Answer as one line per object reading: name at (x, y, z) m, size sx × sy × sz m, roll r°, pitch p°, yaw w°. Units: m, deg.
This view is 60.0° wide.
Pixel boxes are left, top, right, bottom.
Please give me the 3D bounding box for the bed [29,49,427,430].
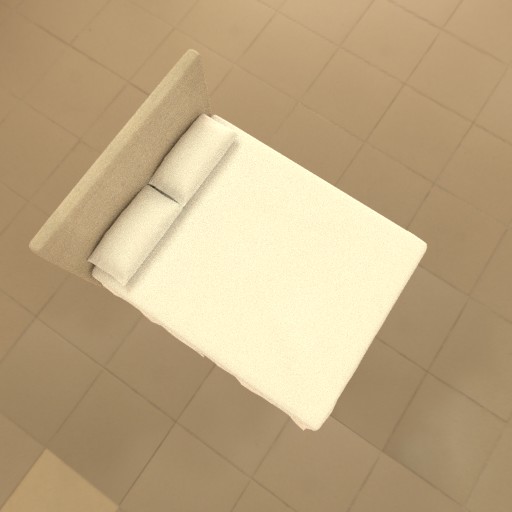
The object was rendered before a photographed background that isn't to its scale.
bed at (0.000, 0.000, 3.247) m, size 2.162 × 1.330 × 1.713 m, roll 33°, pitch 78°, yaw 8°
